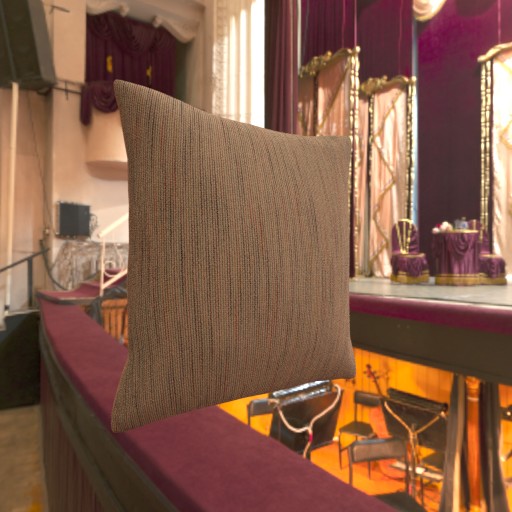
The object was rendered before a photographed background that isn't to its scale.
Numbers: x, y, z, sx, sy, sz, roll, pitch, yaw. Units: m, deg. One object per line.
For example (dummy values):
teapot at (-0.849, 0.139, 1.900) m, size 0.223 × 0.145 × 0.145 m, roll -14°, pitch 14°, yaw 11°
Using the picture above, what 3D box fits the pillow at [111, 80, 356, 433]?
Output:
pillow at (0.000, 0.000, 0.782) m, size 0.512 × 0.506 × 0.178 m, roll 0°, pitch -1°, yaw -37°
